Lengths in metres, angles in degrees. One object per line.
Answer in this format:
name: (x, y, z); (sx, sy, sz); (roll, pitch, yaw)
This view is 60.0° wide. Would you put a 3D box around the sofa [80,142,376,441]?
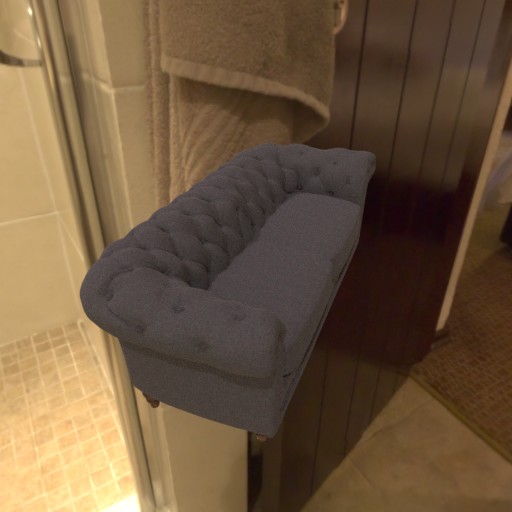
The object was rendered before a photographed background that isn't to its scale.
sofa: (0.000, 0.000, 2.770); (1.046, 0.836, 2.335); (12, 33, 19)
